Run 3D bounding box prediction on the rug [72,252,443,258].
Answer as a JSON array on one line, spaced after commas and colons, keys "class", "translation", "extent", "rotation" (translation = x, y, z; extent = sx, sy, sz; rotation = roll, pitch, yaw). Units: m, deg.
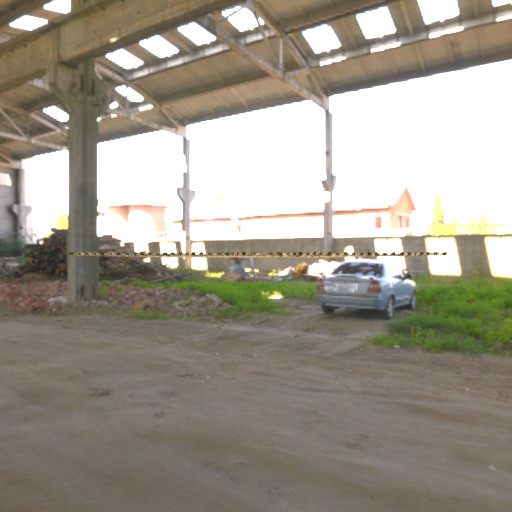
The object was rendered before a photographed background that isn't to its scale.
[{"class": "rug", "translation": [0.000, 0.000, 2.960], "extent": [1.530, 0.025, 2.431], "rotation": [0, 0, 0]}]
